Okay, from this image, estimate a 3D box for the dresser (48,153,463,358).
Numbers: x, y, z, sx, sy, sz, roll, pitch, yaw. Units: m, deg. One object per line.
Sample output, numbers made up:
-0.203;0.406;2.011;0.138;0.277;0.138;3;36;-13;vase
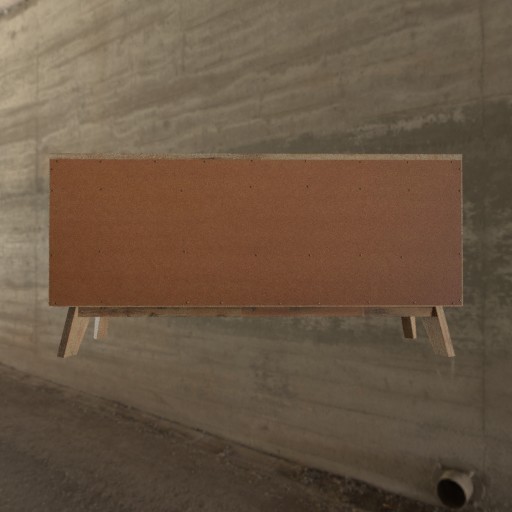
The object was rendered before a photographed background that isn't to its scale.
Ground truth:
0.000;0.000;1.941;1.602;0.788;0.455;0;-1;-1;dresser
